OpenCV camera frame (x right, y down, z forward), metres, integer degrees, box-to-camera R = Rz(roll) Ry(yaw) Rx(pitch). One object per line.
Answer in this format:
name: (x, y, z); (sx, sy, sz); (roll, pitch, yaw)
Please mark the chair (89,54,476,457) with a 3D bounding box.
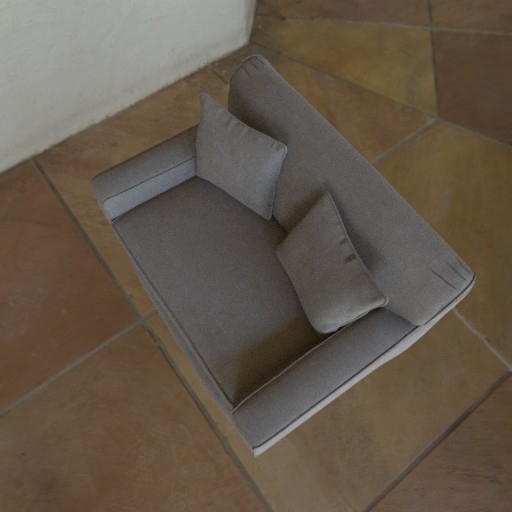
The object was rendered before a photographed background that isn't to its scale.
chair: (0.000, 0.000, 2.023); (0.992, 0.953, 1.395); (-31, 67, -15)
